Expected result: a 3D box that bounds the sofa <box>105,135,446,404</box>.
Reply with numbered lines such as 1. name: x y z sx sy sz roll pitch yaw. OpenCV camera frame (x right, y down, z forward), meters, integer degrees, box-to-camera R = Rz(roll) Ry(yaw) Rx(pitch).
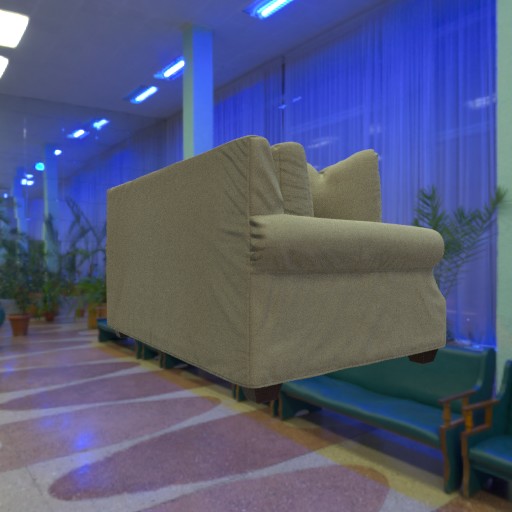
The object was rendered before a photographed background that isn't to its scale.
1. sofa: 0.000 0.000 2.195 1.070 0.905 1.550 0 1 -35
